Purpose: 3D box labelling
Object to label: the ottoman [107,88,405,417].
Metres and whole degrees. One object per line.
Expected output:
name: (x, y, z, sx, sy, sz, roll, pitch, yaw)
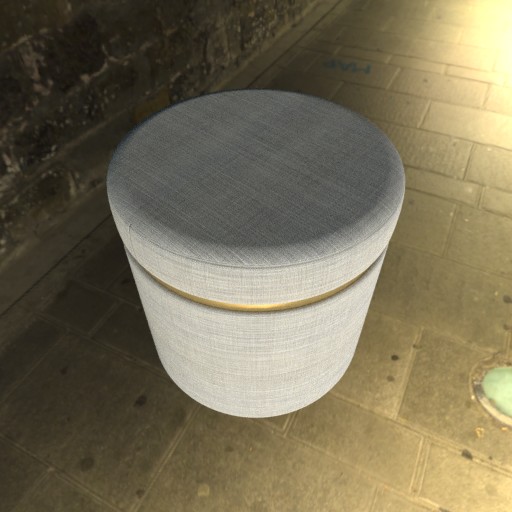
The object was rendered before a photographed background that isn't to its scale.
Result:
ottoman: (0.000, 0.000, 0.742, 0.400, 0.406, 0.400, 0, 47, 0)
